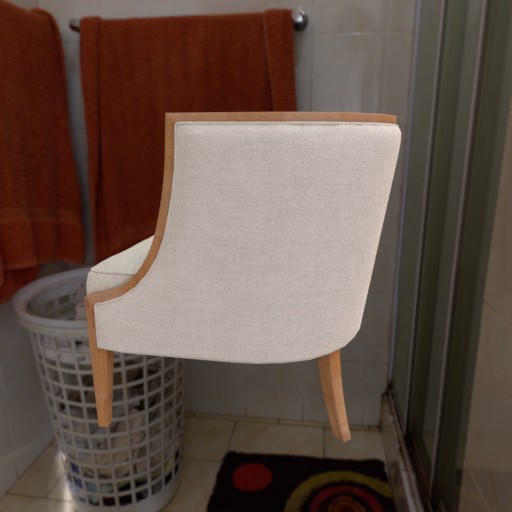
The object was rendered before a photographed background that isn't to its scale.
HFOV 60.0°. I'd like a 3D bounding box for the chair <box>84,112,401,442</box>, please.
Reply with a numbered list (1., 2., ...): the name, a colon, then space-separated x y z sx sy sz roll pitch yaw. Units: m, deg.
1. chair: 0.000 0.000 1.312 0.757 0.775 0.711 3 15 10
